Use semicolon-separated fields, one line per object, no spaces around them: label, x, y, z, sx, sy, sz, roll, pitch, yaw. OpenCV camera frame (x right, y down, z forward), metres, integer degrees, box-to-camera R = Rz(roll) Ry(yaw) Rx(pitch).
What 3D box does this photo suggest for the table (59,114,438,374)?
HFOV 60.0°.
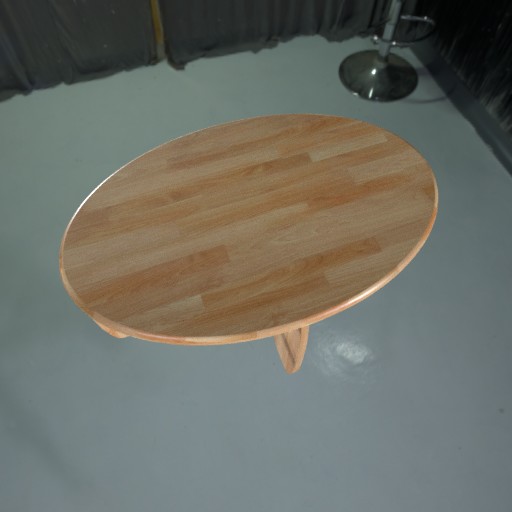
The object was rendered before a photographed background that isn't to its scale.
table;0.000;0.000;1.370;1.040;0.490;0.690;-18;61;-10
